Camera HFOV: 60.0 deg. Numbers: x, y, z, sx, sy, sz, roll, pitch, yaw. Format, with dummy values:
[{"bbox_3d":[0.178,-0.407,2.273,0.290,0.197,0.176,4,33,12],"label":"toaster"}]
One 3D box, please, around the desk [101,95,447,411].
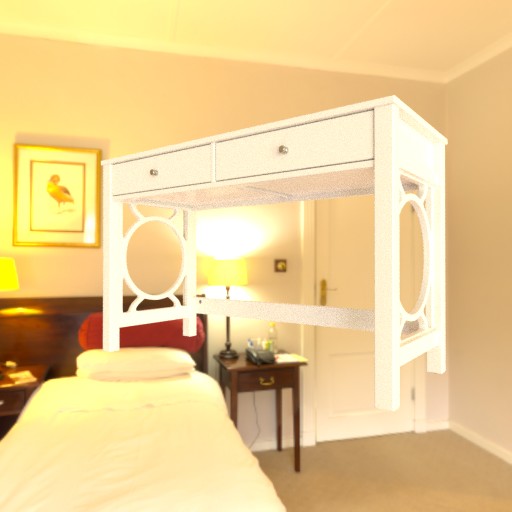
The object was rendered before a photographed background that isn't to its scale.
[{"bbox_3d":[0.000,0.000,1.605,1.191,0.762,0.504,0,0,37],"label":"desk"}]
